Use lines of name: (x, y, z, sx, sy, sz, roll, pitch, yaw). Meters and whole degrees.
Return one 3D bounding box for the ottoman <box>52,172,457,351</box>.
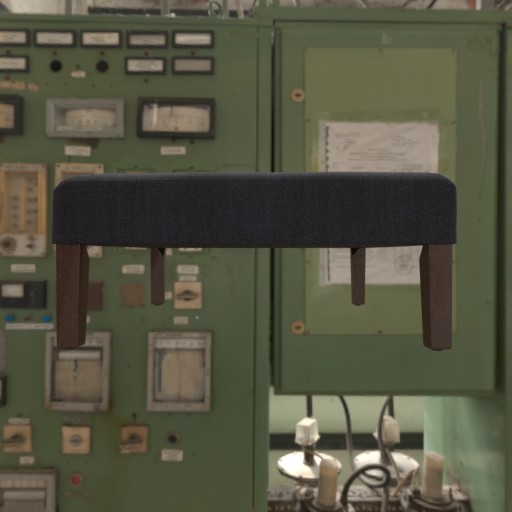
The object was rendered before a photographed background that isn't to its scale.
ottoman: (0.000, 0.000, 1.404, 0.889, 0.411, 0.890, 0, 0, 1)
